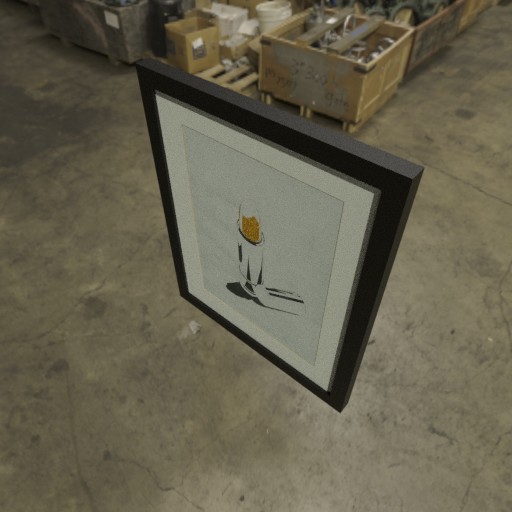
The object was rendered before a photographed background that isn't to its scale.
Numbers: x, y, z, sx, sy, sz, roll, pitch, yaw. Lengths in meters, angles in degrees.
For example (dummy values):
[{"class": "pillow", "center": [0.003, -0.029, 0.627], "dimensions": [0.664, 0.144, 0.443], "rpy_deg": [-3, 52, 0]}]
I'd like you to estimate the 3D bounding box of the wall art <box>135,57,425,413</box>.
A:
[{"class": "wall art", "center": [0.000, 0.000, 0.778], "dimensions": [0.457, 0.559, 0.029], "rpy_deg": [31, 53, 27]}]
